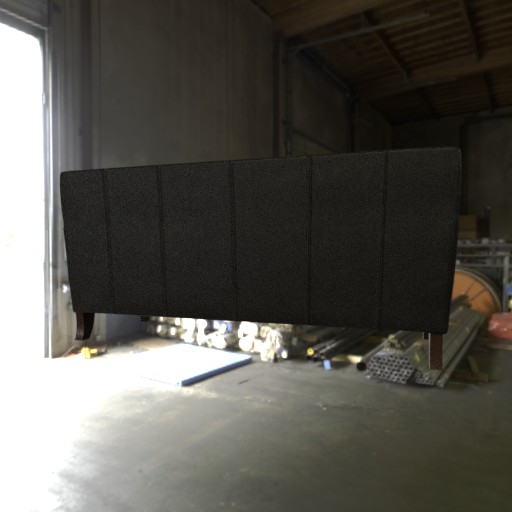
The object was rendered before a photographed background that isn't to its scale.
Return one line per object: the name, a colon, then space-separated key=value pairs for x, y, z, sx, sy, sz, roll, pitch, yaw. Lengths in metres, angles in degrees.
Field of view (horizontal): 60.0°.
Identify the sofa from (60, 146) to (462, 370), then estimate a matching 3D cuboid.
sofa: x=0.000 y=0.000 z=2.521 sx=2.053 sy=0.947 sz=0.805 roll=0 pitch=1 yaw=18
